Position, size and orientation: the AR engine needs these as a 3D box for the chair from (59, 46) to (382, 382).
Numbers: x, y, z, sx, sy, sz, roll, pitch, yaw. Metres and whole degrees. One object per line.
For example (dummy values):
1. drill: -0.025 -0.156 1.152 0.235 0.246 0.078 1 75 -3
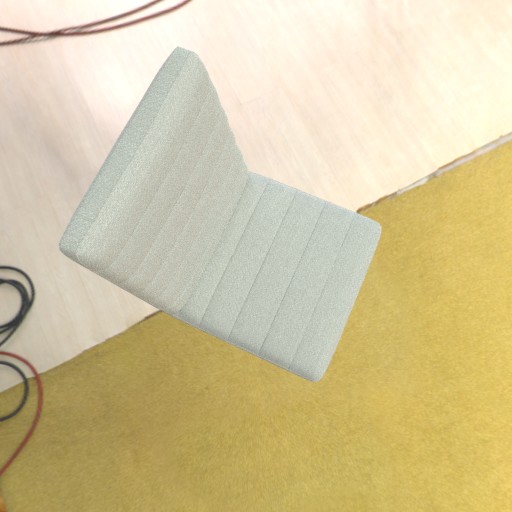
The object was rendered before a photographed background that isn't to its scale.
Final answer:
1. chair: 0.000 0.000 1.304 0.634 0.930 0.520 24 77 6
